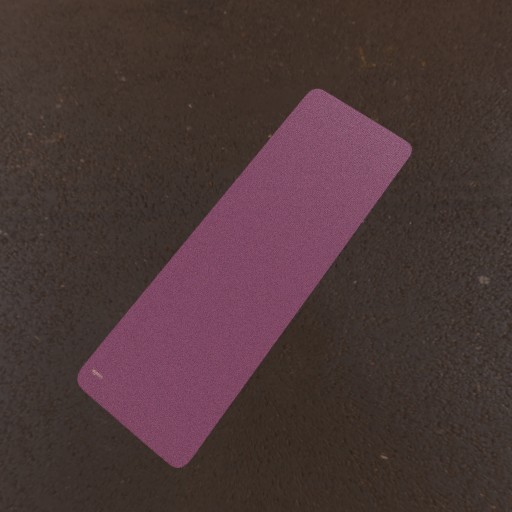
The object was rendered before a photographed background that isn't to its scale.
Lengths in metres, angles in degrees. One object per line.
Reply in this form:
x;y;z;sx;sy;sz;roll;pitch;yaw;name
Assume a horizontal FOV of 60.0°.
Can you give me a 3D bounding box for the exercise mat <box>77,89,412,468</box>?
0.000;0.000;2.079;0.616;0.021;1.869;36;78;9;exercise mat
